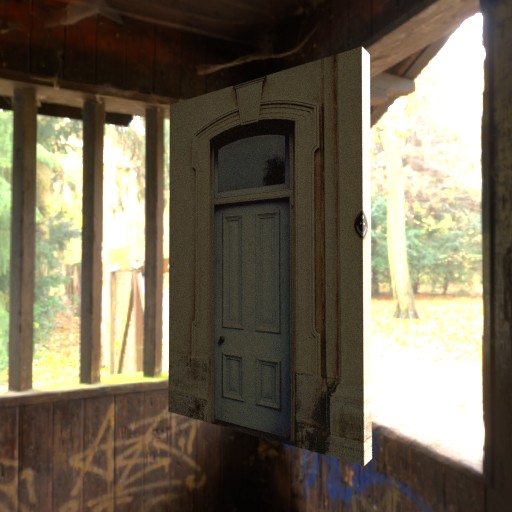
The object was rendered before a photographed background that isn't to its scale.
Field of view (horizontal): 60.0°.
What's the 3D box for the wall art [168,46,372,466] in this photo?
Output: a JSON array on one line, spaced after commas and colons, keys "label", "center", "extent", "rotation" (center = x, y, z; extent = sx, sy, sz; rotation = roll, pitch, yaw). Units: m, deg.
[{"label": "wall art", "center": [0.000, 0.000, 0.971], "extent": [0.508, 0.764, 0.038], "rotation": [-1, -2, 36]}]
